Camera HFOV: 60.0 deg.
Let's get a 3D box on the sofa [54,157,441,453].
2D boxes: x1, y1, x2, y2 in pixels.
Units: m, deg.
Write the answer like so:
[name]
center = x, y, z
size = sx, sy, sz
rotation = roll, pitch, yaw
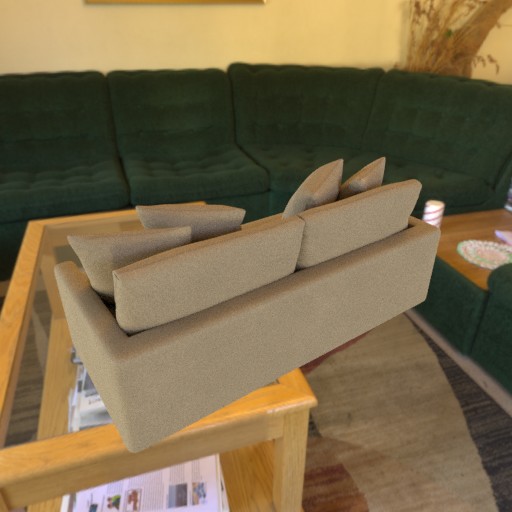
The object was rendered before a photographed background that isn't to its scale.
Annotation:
[sofa]
center = 0.000, 0.000, 3.005
size = 2.380, 1.084, 1.228
rotation = -19, 34, -30
